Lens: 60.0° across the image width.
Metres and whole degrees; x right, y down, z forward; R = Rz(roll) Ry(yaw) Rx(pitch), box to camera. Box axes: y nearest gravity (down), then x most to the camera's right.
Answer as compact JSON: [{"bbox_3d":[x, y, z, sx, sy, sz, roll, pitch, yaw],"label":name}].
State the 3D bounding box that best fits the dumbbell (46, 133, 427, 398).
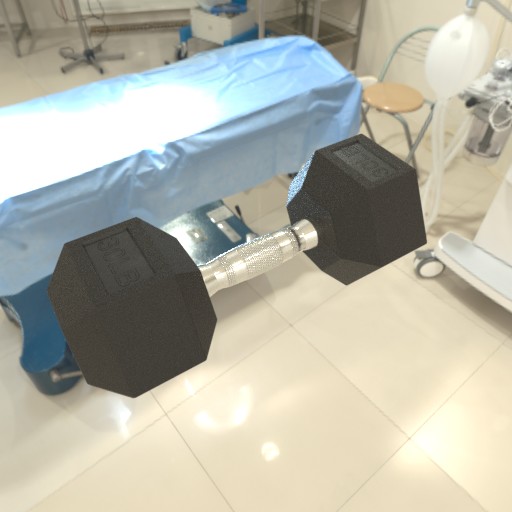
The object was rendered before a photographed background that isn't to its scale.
[{"bbox_3d":[0.000,0.000,0.402,0.337,0.123,0.142,-24,51,-22],"label":"dumbbell"}]
